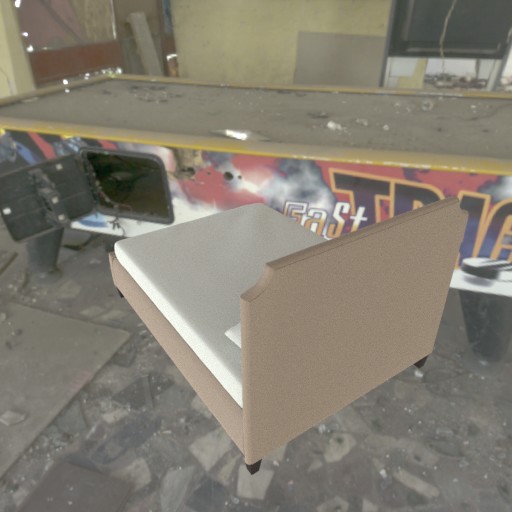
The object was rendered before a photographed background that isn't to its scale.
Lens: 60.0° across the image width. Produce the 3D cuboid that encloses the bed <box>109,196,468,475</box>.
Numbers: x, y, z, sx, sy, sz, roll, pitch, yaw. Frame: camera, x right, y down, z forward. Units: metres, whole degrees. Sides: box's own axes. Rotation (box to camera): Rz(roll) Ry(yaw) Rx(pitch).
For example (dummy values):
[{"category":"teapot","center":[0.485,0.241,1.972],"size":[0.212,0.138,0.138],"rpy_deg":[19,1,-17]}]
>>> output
[{"category":"bed","center":[0.000,0.000,3.510],"size":[1.713,1.443,2.372],"rpy_deg":[-19,35,-30]}]
